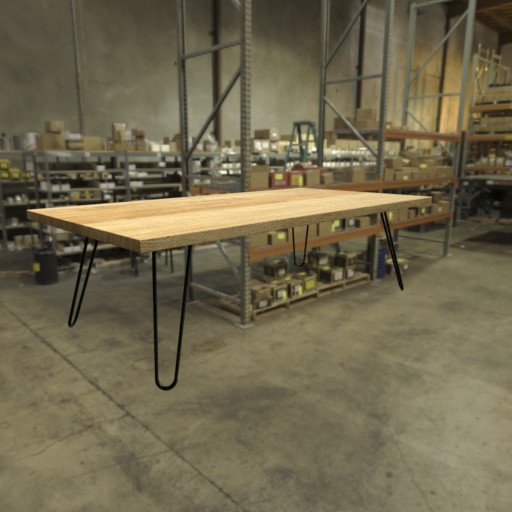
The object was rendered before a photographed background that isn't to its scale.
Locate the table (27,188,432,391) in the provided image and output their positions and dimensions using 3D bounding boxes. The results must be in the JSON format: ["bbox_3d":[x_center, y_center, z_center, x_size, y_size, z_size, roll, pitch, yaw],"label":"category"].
[{"bbox_3d":[0.000,0.000,1.660,1.348,0.400,0.699,-12,18,-43],"label":"table"}]
